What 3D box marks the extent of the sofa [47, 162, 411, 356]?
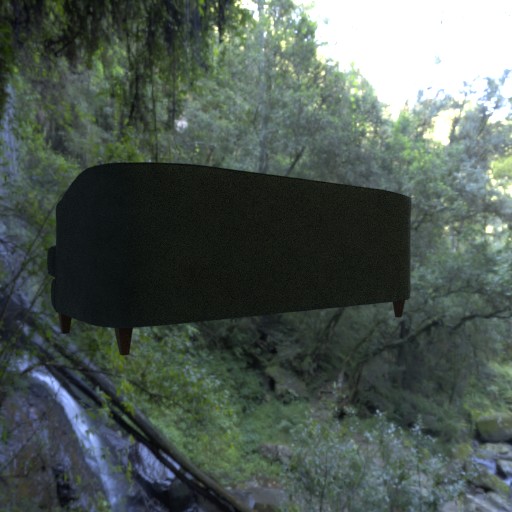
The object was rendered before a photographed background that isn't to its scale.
[{"bbox_3d":[0.000,0.000,2.794,2.278,0.855,0.941,0,0,-36],"label":"sofa"}]
